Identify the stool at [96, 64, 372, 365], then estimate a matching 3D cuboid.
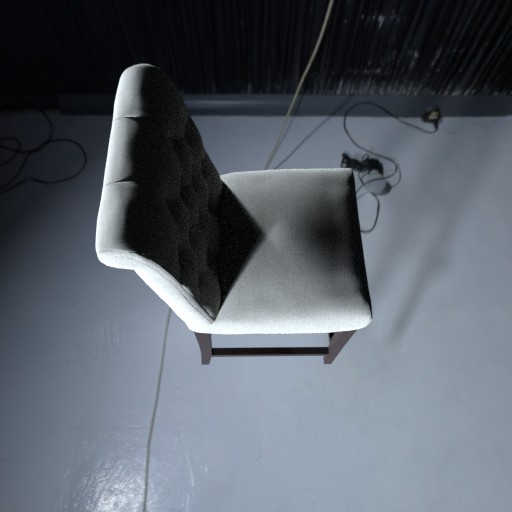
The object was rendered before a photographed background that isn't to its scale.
[{"bbox_3d":[0.000,0.000,1.330,0.601,1.040,0.493,-1,65,0],"label":"stool"}]
